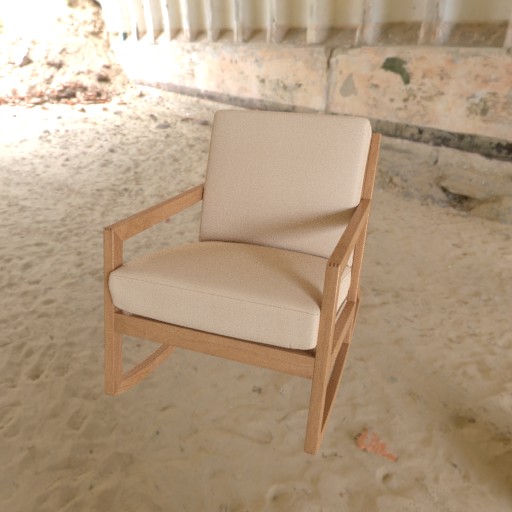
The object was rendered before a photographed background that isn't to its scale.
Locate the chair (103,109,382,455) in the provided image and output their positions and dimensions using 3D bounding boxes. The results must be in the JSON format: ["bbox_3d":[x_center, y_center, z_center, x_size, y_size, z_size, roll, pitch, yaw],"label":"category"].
[{"bbox_3d":[0.000,0.000,1.416,0.622,0.790,0.857,9,28,18],"label":"chair"}]
